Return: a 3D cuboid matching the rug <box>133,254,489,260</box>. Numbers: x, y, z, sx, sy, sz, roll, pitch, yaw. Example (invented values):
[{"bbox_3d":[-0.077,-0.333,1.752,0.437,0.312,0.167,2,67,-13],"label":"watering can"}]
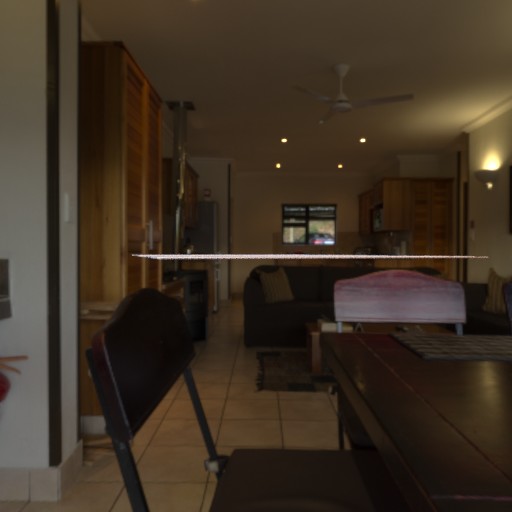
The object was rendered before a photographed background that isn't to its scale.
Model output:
[{"bbox_3d":[0.000,0.000,3.030,1.532,0.010,2.441,0,0,-18],"label":"rug"}]
